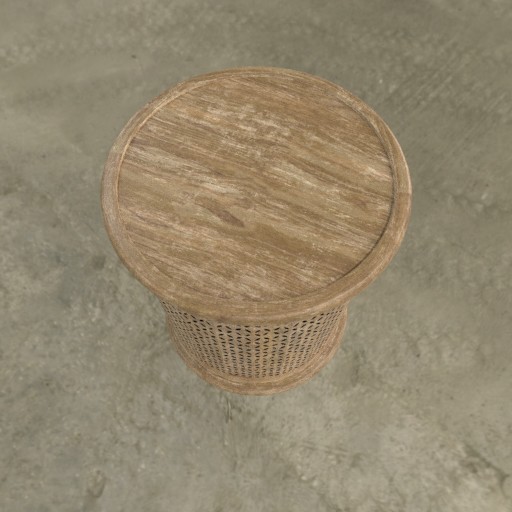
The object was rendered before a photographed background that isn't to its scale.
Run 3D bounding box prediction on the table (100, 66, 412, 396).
[{"bbox_3d":[0.000,0.000,0.792,0.407,0.482,0.407,0,63,0],"label":"table"}]
